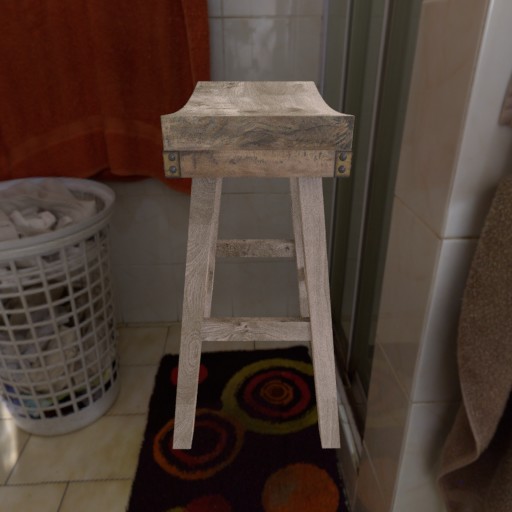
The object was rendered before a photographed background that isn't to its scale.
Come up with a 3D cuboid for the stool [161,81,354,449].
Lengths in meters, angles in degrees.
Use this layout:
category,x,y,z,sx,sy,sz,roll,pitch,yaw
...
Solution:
category,x,y,z,sx,sy,sz,roll,pitch,yaw
stool,0.000,0.000,0.919,0.330,0.635,0.450,0,27,0
